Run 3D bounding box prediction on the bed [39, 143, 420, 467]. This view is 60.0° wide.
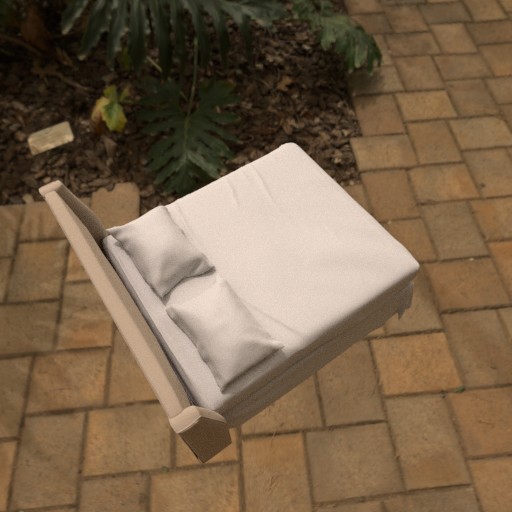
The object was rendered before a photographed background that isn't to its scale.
[{"bbox_3d":[0.000,0.000,3.447,2.276,1.332,1.925,-31,63,-17],"label":"bed"}]
